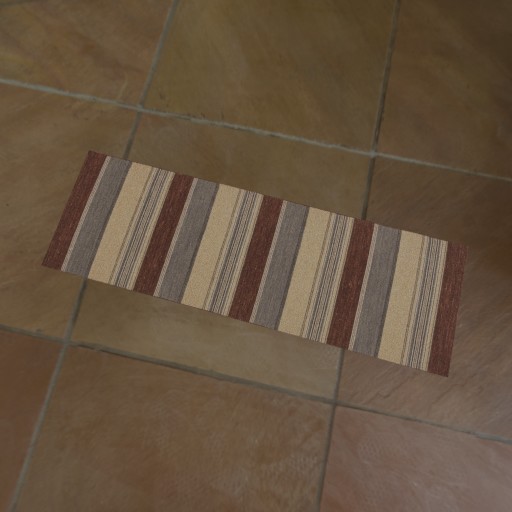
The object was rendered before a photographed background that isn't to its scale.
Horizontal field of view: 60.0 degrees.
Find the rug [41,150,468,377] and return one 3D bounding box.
[{"bbox_3d":[0.000,0.000,2.660,2.437,0.006,0.792,15,75,4],"label":"rug"}]
